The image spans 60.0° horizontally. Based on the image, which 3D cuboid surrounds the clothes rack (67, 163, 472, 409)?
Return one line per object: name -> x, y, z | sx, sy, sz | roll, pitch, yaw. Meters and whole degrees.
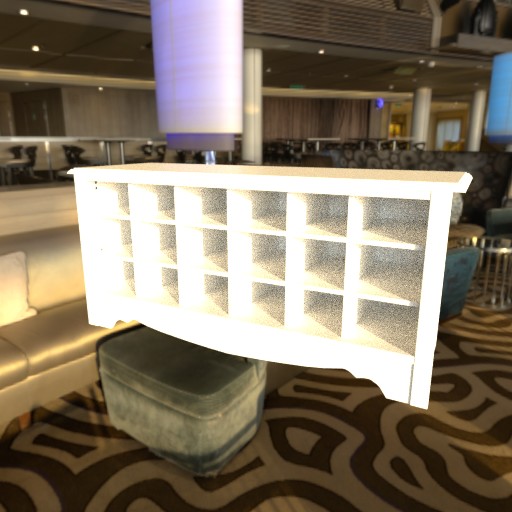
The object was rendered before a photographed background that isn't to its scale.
clothes rack -> 0.000, 0.000, 1.461 | 1.218, 0.558, 0.405 | 7, 16, 26
